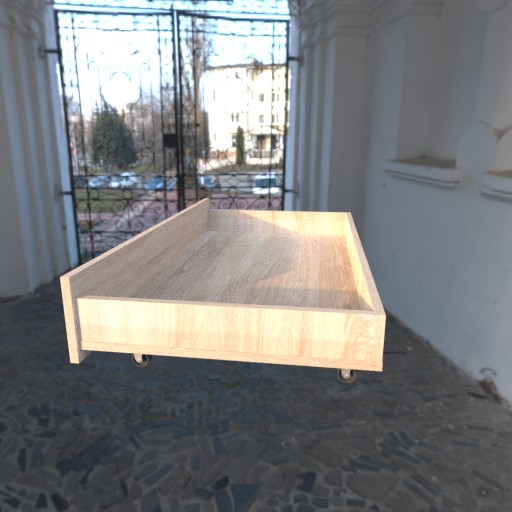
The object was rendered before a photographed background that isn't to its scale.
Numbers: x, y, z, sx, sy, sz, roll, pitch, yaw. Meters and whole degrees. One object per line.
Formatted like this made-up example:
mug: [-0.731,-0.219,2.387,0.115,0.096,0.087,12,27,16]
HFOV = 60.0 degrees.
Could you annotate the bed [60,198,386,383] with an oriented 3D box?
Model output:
bed: [0.000,0.000,1.486,0.685,0.209,1.200,2,16,8]
